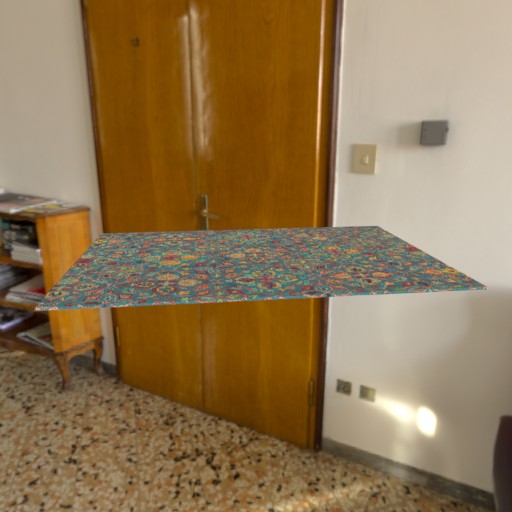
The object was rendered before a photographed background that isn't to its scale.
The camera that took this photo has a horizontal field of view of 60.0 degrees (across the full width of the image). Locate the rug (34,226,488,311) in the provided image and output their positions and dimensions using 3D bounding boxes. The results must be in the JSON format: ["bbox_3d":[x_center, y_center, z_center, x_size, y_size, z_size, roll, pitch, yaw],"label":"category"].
[{"bbox_3d":[0.000,0.000,2.348,1.836,0.014,1.216,-2,16,-7],"label":"rug"}]
